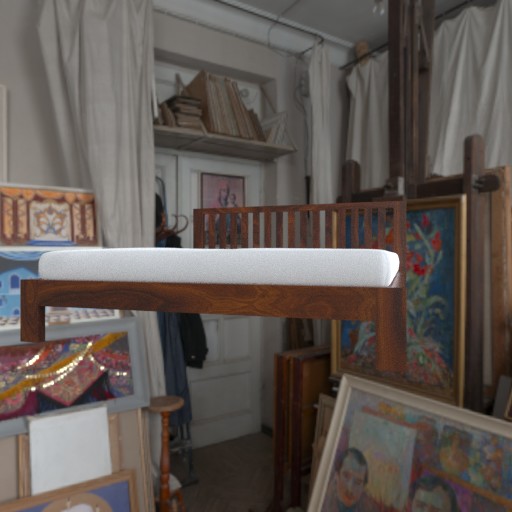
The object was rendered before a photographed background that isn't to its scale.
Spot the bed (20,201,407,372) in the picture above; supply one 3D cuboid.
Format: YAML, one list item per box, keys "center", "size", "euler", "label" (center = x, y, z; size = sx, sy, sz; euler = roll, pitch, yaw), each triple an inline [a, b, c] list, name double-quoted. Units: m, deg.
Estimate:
- center: [0.000, 0.000, 2.965]
  size: [1.905, 0.890, 2.030]
  euler: [0, 0, 19]
  label: "bed"
